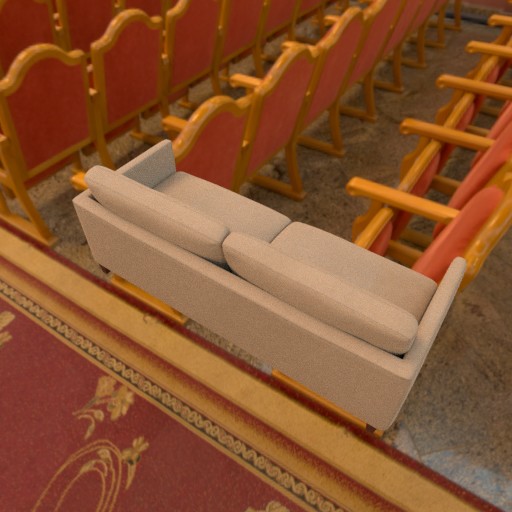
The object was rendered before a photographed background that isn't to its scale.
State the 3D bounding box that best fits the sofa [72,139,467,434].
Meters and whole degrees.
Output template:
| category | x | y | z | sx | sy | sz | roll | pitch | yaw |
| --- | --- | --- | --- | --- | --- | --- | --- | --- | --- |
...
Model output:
| category | x | y | z | sx | sy | sz | roll | pitch | yaw |
| --- | --- | --- | --- | --- | --- | --- | --- | --- | --- |
| sofa | 0.000 | 0.000 | 2.962 | 2.404 | 0.912 | 0.988 | 26 | 51 | 23 |
